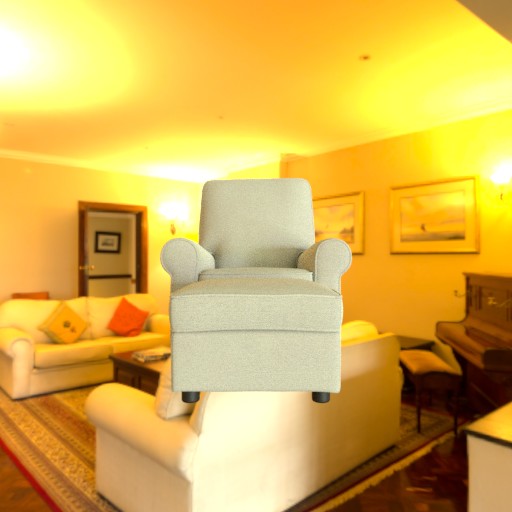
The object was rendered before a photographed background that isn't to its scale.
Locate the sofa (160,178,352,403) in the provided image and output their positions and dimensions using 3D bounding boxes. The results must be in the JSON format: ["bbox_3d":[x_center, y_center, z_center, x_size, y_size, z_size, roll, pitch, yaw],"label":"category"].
[{"bbox_3d":[0.000,0.000,2.112,0.880,0.959,1.478,0,0,0],"label":"sofa"}]
